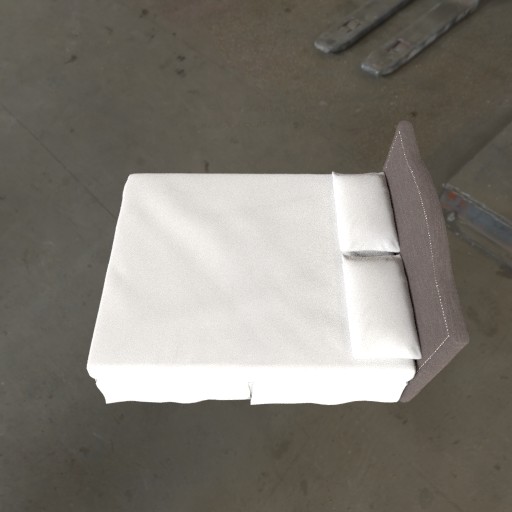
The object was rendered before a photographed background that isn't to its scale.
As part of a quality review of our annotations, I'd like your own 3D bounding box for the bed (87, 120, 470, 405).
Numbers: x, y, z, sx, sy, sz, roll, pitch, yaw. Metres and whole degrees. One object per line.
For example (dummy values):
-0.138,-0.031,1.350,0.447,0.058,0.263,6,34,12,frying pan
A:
0.000,0.000,3.834,2.689,1.457,2.161,0,57,0,bed
